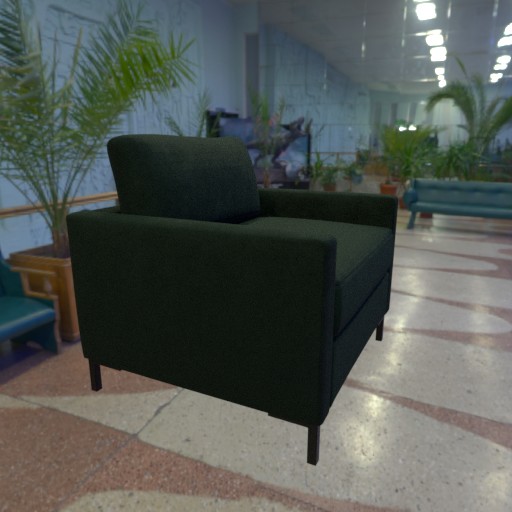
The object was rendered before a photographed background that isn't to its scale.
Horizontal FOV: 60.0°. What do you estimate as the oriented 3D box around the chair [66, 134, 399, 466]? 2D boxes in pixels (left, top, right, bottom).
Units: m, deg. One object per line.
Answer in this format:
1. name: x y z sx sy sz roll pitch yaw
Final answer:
1. chair: 0.000 0.000 1.627 0.866 0.861 0.963 7 17 26
